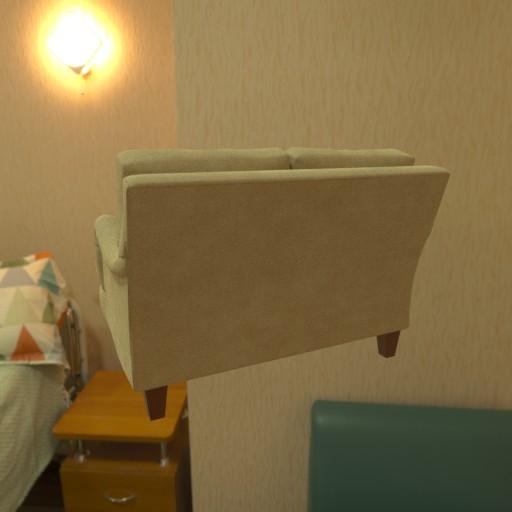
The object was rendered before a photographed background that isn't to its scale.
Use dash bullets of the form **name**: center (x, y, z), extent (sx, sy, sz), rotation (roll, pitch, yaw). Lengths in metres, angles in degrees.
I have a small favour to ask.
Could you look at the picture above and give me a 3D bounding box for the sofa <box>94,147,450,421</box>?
- **sofa**: center (0.000, 0.000, 2.269), extent (1.498, 1.087, 1.086), rotation (-7, 16, -25)
